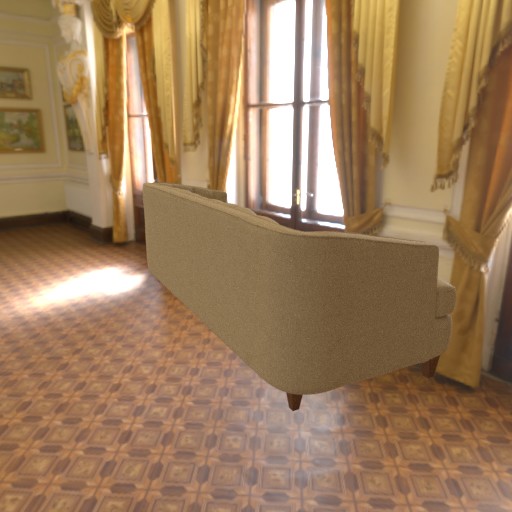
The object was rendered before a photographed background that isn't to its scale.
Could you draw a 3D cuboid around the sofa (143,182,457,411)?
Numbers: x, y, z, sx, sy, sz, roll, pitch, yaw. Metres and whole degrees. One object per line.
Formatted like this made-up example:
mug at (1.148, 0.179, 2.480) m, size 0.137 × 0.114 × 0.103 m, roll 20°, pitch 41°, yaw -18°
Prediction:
sofa at (0.000, 0.000, 2.741) m, size 0.913 × 0.788 × 2.235 m, roll -8°, pitch 17°, yaw -27°
